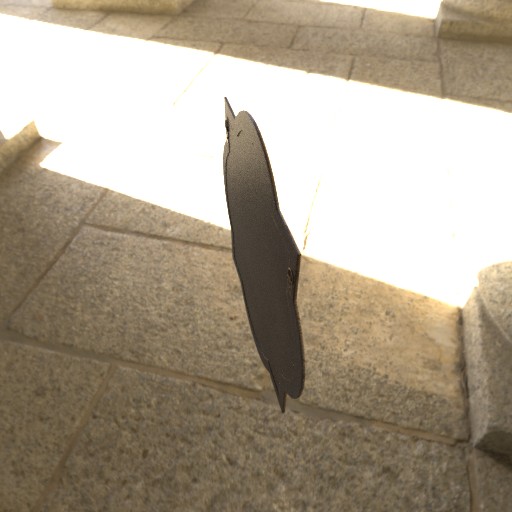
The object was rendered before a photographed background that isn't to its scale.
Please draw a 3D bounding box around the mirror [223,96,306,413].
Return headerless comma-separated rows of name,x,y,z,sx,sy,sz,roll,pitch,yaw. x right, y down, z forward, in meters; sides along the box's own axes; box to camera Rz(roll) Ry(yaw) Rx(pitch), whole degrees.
mirror,0.000,0.000,1.064,0.019,0.686,0.686,-11,46,-10
